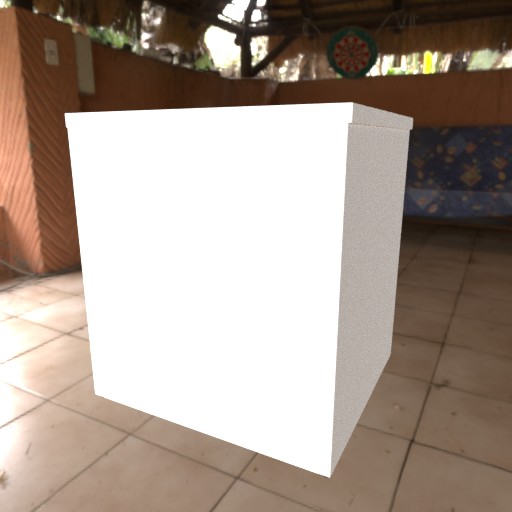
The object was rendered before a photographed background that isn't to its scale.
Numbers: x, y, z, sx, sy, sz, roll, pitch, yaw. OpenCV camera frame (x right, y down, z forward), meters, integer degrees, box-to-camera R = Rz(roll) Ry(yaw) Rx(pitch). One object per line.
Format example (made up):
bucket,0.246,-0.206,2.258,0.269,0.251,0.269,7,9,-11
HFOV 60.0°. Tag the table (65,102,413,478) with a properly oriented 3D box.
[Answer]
table,0.000,0.000,0.762,0.420,0.460,0.380,8,17,27
